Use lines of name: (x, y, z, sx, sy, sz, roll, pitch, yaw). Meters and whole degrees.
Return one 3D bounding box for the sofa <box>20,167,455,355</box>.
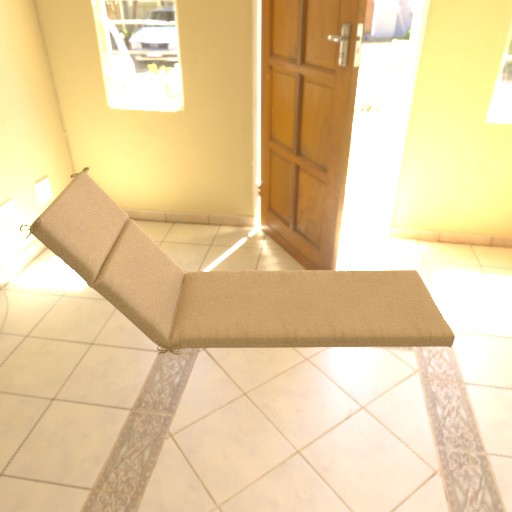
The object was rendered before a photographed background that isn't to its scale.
sofa: (0.000, 0.000, 1.921, 1.663, 0.622, 0.582, 0, 31, 0)
